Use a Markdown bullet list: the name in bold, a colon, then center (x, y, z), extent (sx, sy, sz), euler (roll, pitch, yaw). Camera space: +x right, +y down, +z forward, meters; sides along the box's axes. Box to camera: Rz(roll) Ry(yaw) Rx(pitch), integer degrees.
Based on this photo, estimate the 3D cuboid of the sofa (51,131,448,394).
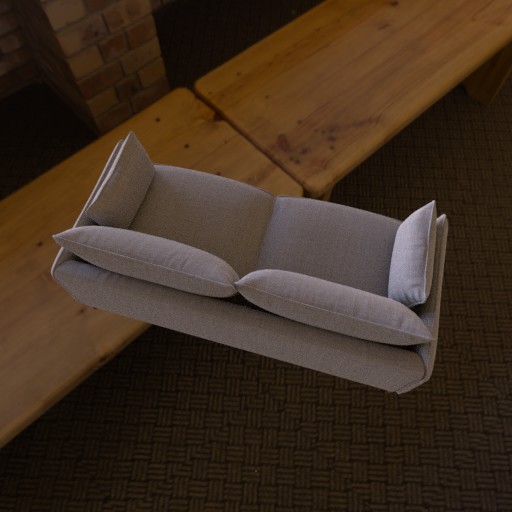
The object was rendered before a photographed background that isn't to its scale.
- **sofa**: center (0.000, 0.000, 2.494), extent (1.989, 0.851, 0.972), euler (14, 65, 7)
